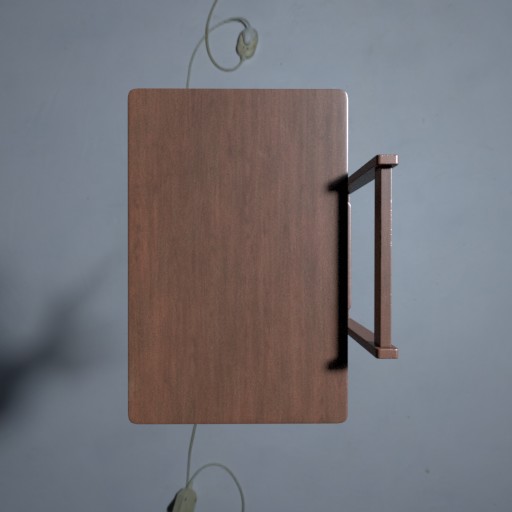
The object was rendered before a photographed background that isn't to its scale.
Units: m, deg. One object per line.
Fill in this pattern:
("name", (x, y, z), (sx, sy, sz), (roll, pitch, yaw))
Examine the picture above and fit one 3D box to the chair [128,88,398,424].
("chair", (0.000, 0.000, 1.061), (0.463, 0.673, 0.599), (0, 90, -1))
